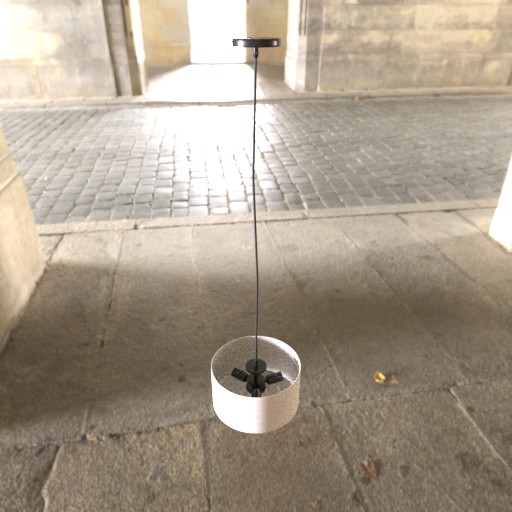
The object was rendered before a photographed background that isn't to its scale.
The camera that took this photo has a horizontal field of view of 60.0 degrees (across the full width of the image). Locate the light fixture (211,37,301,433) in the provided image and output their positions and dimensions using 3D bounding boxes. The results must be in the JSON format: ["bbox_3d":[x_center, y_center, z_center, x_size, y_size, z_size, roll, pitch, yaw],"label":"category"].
[{"bbox_3d":[0.000,0.000,1.717,0.399,1.516,0.399,0,28,0],"label":"light fixture"}]
